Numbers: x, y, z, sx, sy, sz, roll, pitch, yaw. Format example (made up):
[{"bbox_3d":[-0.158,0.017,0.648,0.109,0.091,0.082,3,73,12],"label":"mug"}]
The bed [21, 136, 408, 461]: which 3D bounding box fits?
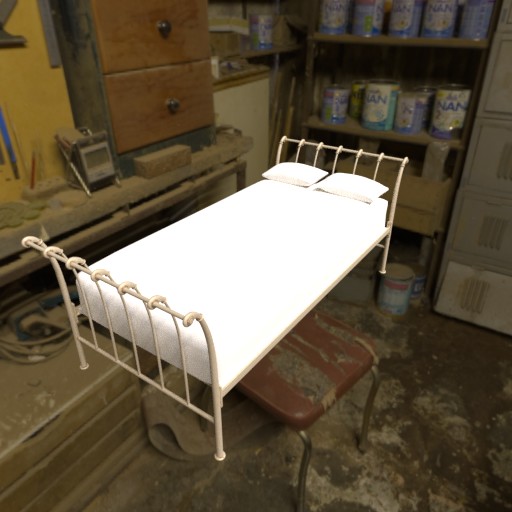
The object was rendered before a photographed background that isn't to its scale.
[{"bbox_3d":[0.000,0.000,2.723,1.032,0.873,2.228,19,35,30],"label":"bed"}]
